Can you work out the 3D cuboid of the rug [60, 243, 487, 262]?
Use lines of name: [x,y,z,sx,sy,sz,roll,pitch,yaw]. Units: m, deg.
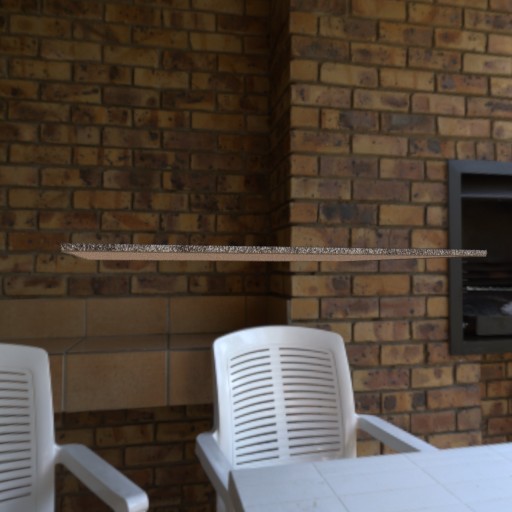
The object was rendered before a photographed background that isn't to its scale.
rug: [0.000,0.000,2.138,1.601,0.025,1.198,1,-2,-17]
